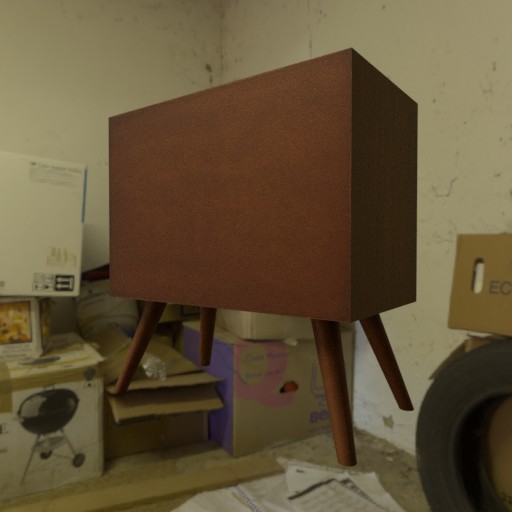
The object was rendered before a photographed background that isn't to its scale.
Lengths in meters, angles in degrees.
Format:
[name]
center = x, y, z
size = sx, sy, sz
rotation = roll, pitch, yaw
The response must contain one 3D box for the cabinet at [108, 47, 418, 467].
[cabinet]
center = 0.000, 0.000, 1.152
size = 0.712, 0.748, 0.388
rotation = 1, 1, 37
